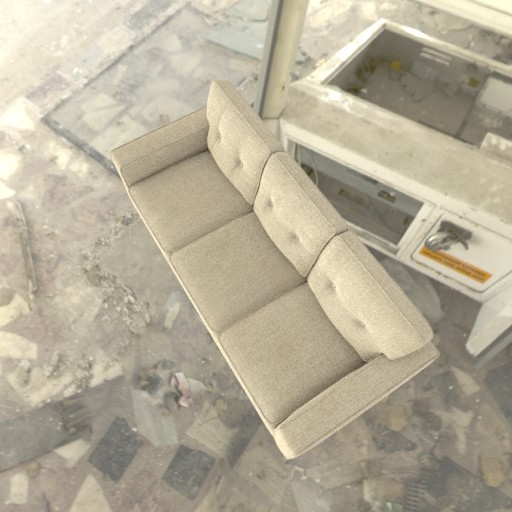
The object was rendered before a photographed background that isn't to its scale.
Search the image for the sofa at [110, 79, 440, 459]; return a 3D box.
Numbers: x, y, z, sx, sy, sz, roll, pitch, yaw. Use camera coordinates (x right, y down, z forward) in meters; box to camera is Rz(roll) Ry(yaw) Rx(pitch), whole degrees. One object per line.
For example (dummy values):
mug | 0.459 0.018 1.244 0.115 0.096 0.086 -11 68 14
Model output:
sofa | 0.000 0.000 2.706 0.939 0.965 2.133 -30 68 -13
